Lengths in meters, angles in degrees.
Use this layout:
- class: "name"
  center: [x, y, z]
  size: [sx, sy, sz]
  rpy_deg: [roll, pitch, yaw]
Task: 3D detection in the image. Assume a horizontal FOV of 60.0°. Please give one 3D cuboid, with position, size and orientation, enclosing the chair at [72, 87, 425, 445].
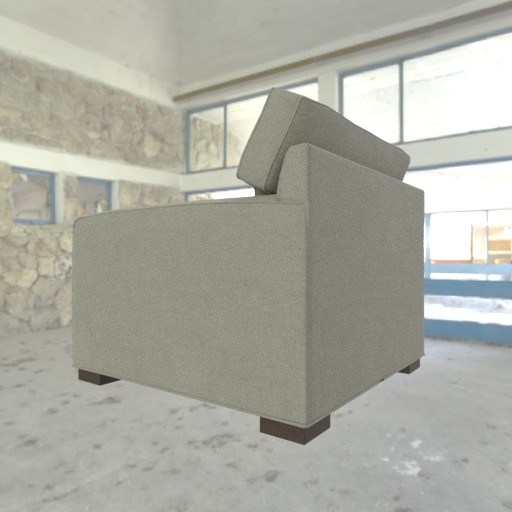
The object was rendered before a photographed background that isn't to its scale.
- class: "chair"
  center: [0.000, 0.000, 1.777]
  size: [1.044, 0.934, 0.999]
  rpy_deg: [0, 0, 37]
